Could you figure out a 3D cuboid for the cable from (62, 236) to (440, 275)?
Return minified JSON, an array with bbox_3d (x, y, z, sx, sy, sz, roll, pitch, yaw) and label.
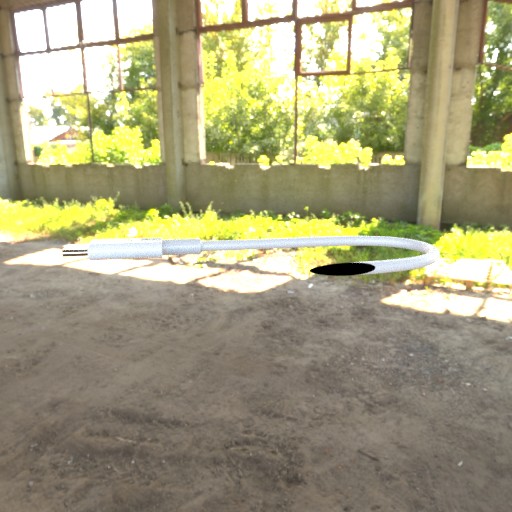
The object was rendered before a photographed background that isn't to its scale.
[{"bbox_3d":[0.000,0.000,0.113,0.098,0.006,0.040,-2,13,-10],"label":"cable"}]
